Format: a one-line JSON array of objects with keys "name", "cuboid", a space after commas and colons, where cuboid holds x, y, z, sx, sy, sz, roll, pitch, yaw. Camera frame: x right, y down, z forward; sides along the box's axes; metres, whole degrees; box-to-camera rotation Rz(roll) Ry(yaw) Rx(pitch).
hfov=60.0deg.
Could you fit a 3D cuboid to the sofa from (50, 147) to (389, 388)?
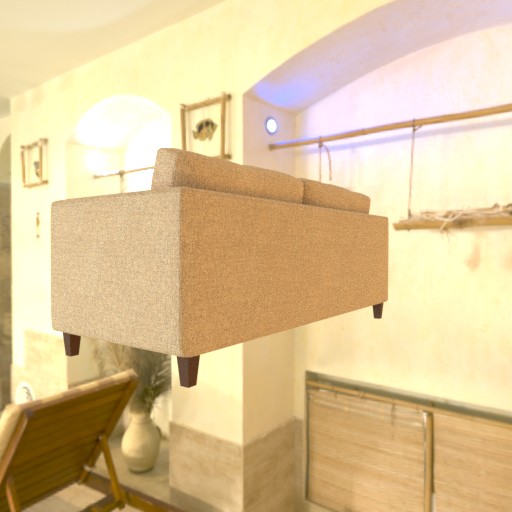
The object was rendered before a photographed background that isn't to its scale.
[{"name": "sofa", "cuboid": [0.000, 0.000, 2.776, 0.951, 0.965, 2.208, 1, 2, 36]}]
